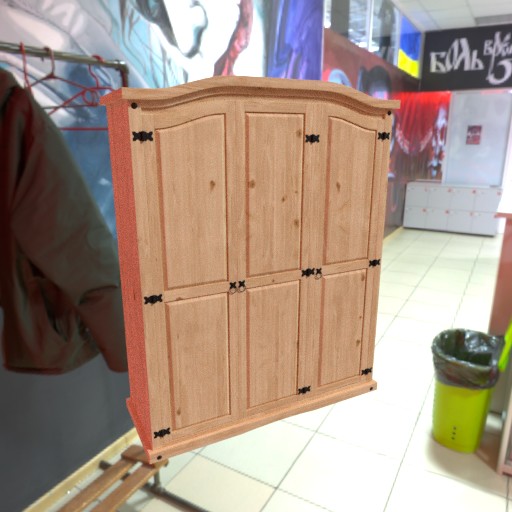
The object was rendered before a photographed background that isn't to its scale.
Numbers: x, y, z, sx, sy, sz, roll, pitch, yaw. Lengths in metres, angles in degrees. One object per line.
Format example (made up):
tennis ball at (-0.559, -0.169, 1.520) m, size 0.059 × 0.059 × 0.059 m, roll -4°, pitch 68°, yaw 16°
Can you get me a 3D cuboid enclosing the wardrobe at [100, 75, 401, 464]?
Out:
wardrobe at (0.000, 0.000, 2.572) m, size 1.500 × 1.870 × 0.570 m, roll -8°, pitch 17°, yaw -26°
